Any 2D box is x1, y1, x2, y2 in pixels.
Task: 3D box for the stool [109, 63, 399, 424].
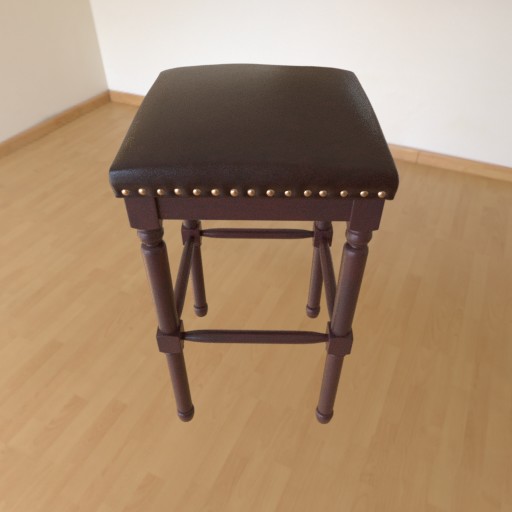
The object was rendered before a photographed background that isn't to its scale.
[{"bbox_3d":[0.000,0.000,0.907,0.382,0.702,0.383,1,41,1],"label":"stool"}]
